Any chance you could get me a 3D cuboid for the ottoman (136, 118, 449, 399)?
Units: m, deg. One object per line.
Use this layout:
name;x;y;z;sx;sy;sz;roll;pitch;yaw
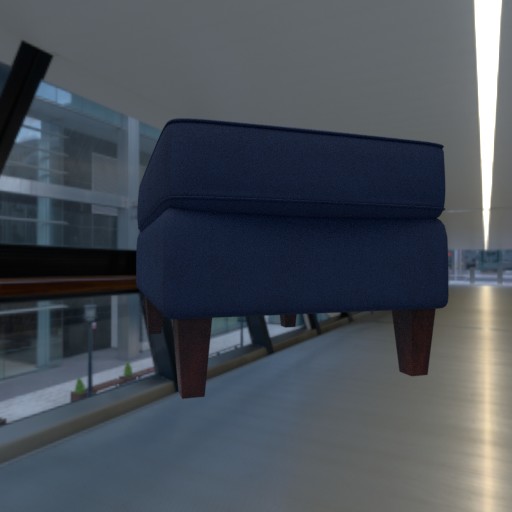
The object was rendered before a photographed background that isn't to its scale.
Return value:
ottoman;0.000;0.000;1.395;0.686;0.584;0.965;0;-1;-18
